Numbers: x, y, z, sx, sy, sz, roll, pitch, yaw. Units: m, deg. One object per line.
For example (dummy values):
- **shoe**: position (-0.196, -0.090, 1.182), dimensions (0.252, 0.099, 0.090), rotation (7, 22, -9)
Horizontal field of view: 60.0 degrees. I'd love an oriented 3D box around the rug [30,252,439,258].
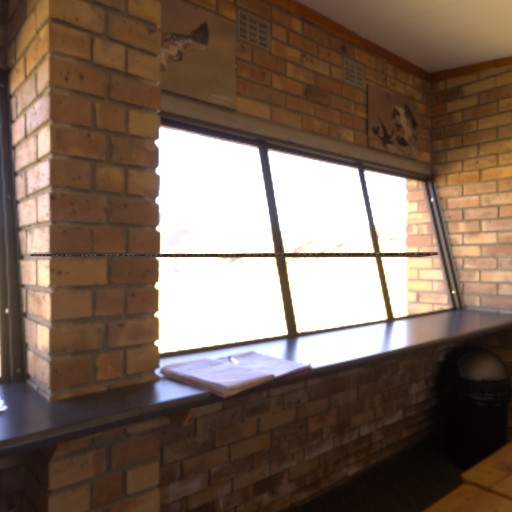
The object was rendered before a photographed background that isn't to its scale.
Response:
- **rug**: position (0.000, 0.000, 4.017), dimensions (2.902, 0.017, 2.305), rotation (0, -1, 18)
